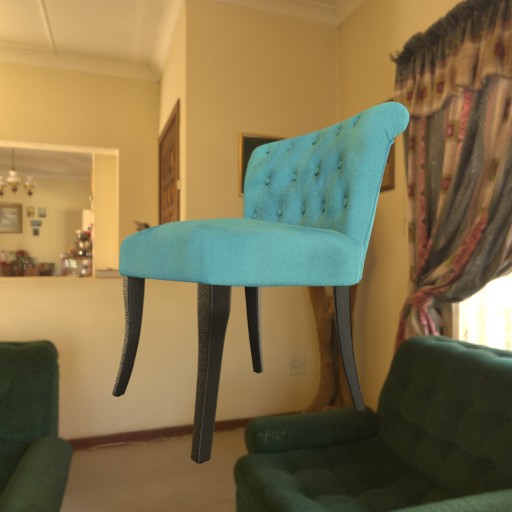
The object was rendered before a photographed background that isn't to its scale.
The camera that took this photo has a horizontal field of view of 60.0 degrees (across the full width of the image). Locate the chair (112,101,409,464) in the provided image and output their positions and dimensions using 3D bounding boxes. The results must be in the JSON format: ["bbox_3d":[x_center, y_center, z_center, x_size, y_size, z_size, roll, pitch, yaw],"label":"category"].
[{"bbox_3d":[0.000,0.000,1.162,0.605,0.750,0.582,0,0,-35],"label":"chair"}]
